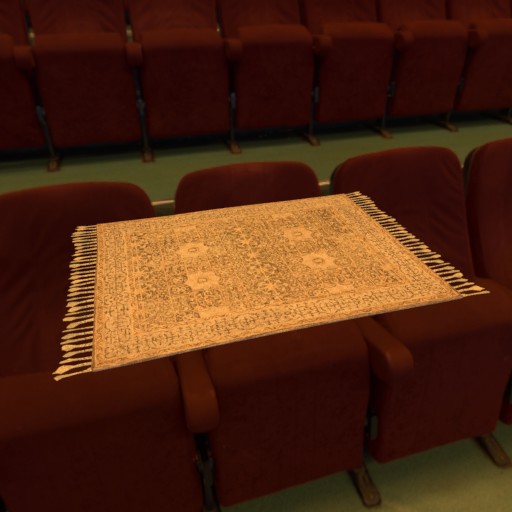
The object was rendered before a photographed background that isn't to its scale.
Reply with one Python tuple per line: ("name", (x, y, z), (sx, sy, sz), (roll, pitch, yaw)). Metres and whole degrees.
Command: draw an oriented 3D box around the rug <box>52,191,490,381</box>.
("rug", (0.000, 0.000, 3.019), (2.465, 0.023, 1.619), (-9, 32, -14))
